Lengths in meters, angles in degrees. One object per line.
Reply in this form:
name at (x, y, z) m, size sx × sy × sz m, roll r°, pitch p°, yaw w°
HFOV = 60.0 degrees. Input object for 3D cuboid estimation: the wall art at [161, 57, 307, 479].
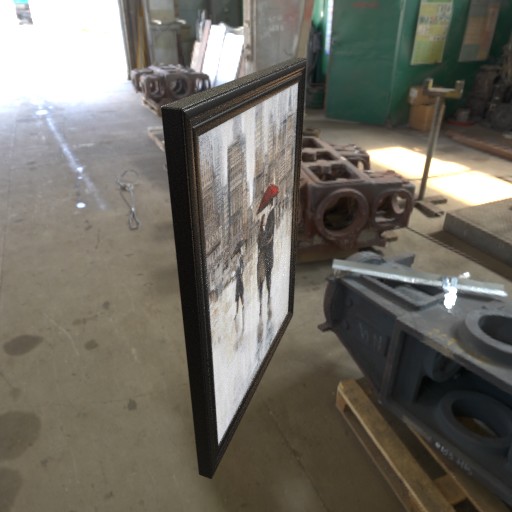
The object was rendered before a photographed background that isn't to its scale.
wall art at (0.000, 0.000, 1.565) m, size 0.053 × 1.194 × 0.950 m, roll 11°, pitch 32°, yaw 18°
